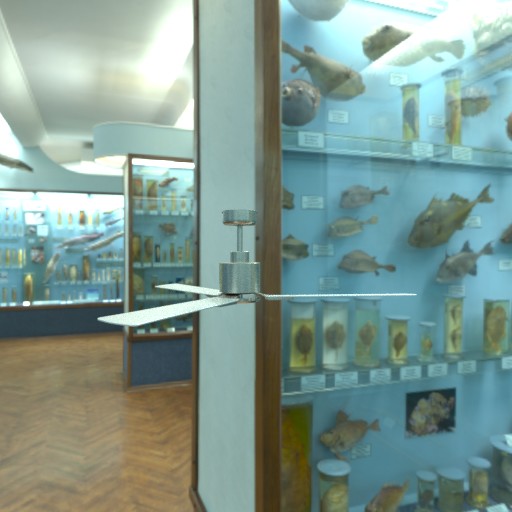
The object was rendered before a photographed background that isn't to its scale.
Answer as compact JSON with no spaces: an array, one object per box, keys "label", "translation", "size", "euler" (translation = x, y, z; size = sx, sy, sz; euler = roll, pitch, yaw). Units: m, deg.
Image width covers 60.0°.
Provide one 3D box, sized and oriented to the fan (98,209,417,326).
[{"label":"fan","translation":[0.000,0.000,2.314],"size":[1.531,0.446,1.561],"euler":[0,1,-19]}]
